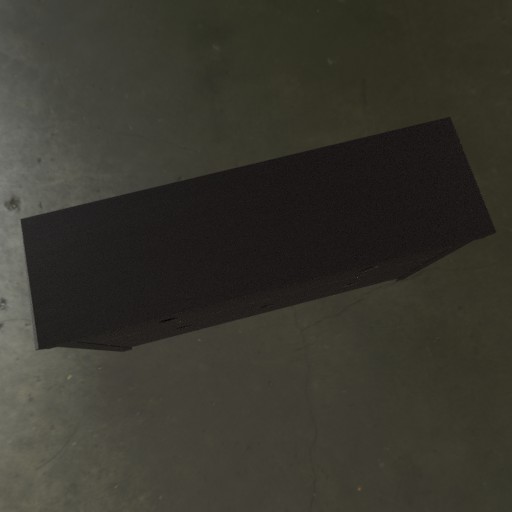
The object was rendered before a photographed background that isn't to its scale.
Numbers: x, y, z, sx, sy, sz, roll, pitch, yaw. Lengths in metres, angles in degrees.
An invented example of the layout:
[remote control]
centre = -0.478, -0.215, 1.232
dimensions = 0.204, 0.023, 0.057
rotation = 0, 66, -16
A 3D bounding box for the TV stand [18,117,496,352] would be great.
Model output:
[TV stand]
centre = 0.000, 0.000, 1.480
dimensions = 1.198, 0.681, 0.347
rotation = -14, 77, -3
